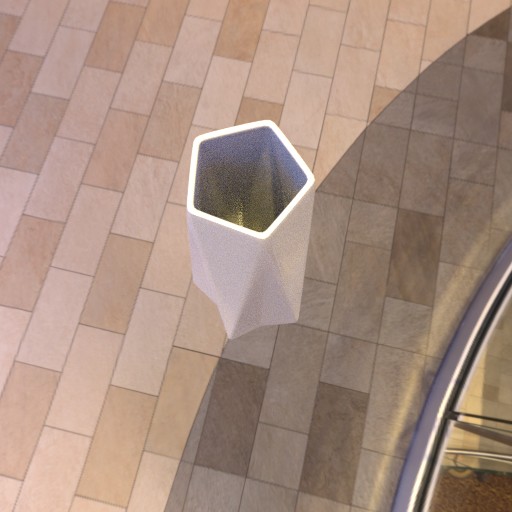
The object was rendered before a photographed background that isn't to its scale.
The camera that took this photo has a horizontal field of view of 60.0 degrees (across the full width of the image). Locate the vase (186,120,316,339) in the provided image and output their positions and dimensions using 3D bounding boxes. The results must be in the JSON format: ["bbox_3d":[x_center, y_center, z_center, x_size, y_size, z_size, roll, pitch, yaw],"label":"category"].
[{"bbox_3d":[0.000,0.000,0.387,0.116,0.329,0.122,-32,77,-8],"label":"vase"}]
